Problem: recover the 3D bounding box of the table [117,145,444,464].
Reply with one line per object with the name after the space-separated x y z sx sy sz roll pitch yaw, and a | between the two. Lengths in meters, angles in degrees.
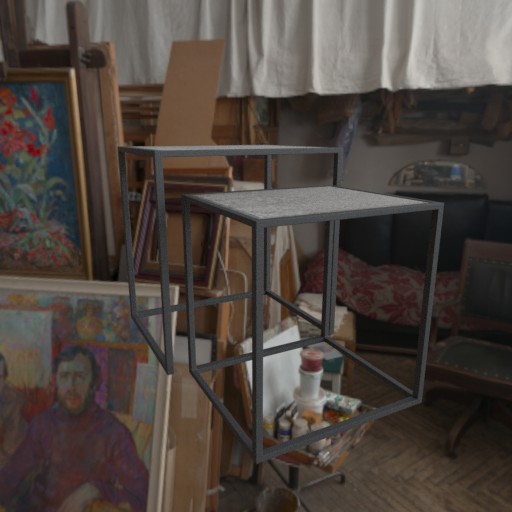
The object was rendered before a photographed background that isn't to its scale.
0.000 0.000 1.149 0.508 0.540 0.788 -8 17 -26 | table
